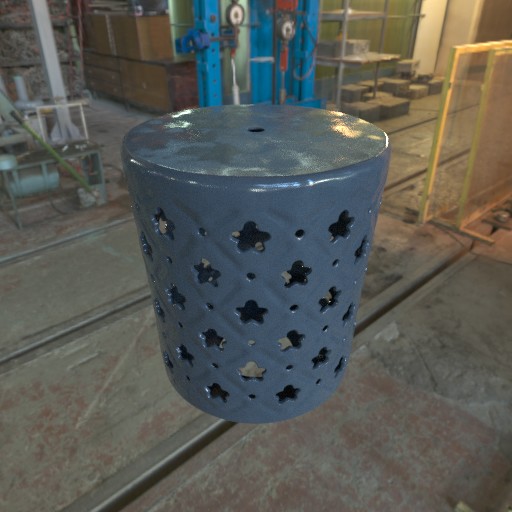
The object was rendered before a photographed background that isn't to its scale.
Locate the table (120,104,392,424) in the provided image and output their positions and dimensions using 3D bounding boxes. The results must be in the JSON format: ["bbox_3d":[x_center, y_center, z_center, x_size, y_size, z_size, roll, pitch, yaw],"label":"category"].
[{"bbox_3d":[0.000,0.000,0.681,0.352,0.387,0.352,0,31,0],"label":"table"}]
